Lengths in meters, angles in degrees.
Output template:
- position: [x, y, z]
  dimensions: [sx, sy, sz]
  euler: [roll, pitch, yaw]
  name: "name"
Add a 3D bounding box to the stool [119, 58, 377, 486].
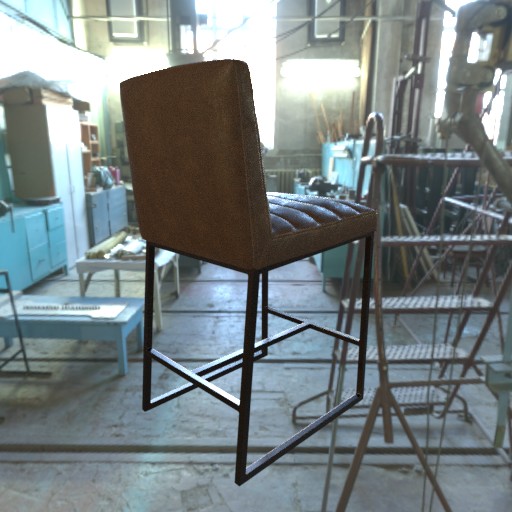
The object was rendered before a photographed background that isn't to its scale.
- position: [0.000, 0.000, 1.257]
  dimensions: [0.562, 0.942, 0.463]
  euler: [-13, 19, -43]
  name: "stool"
